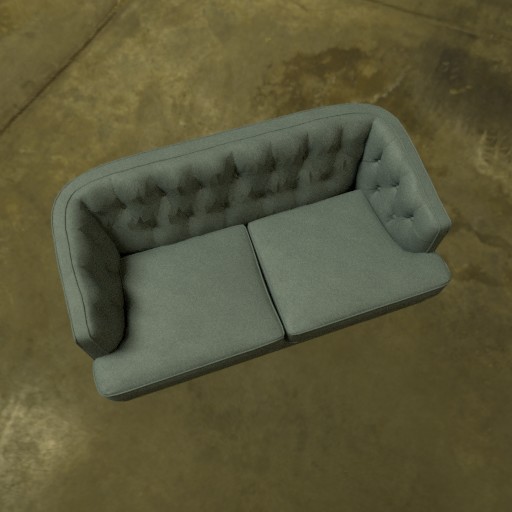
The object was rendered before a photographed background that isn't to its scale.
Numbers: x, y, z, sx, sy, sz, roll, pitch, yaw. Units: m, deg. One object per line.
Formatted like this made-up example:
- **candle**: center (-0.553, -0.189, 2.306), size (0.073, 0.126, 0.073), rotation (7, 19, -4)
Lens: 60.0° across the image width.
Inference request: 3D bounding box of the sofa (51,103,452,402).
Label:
- **sofa**: center (0.000, 0.000, 2.233), size (1.733, 0.855, 0.941), rotation (-17, 65, -8)
